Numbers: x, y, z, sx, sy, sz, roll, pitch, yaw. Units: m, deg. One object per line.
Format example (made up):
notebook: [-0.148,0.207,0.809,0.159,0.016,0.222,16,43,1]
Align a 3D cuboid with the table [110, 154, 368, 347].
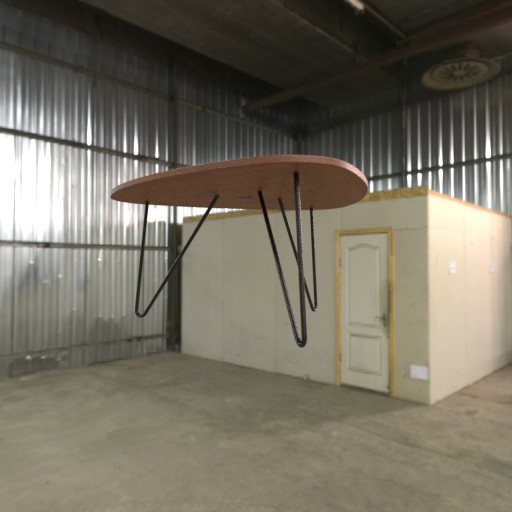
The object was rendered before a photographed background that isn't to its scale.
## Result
table: [0.000,0.000,1.313,0.833,0.413,0.821,0,-1,-17]
